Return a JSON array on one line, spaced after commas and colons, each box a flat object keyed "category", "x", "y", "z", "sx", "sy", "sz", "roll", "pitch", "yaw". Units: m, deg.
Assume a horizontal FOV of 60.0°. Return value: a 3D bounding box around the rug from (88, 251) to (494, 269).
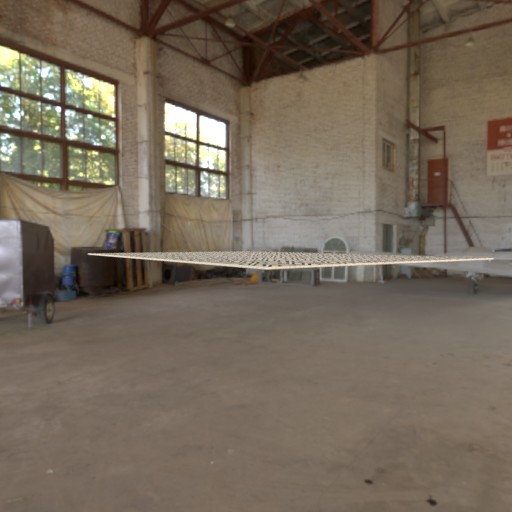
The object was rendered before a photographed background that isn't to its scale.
[{"category": "rug", "x": 0.000, "y": 0.000, "z": 2.304, "sx": 1.220, "sy": 0.007, "sz": 1.828, "roll": -1, "pitch": 2, "yaw": -35}]
